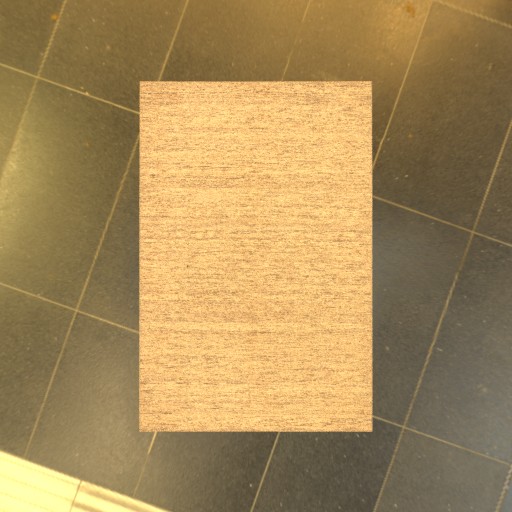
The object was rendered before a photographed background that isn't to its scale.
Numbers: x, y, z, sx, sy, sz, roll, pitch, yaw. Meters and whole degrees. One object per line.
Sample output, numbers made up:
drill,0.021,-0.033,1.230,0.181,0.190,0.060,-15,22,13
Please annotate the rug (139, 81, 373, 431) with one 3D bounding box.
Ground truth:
rug,0.000,0.000,2.332,1.225,0.013,1.840,0,90,0
